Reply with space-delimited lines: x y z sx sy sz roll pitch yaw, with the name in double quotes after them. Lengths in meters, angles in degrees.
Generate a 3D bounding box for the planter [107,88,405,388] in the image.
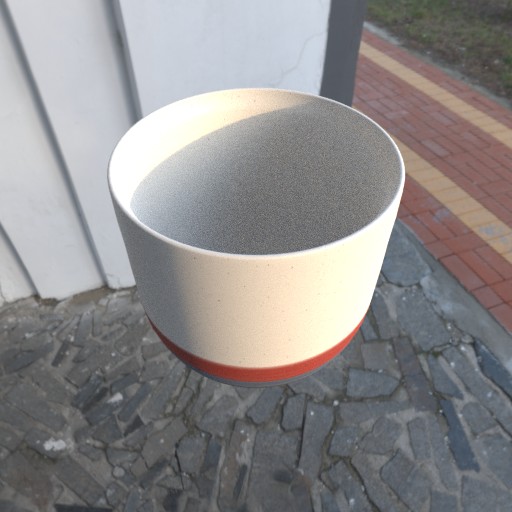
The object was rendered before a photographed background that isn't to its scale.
0.000 0.000 0.501 0.268 0.270 0.268 0 46 0 "planter"
